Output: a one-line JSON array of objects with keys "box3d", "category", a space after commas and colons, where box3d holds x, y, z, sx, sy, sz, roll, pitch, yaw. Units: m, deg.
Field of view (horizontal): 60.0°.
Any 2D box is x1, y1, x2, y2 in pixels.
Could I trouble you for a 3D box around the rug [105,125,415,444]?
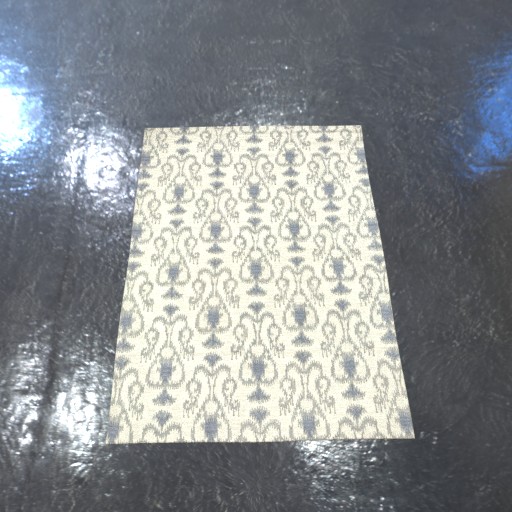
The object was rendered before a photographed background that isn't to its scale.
[{"box3d": [0.000, 0.000, 2.907, 1.676, 0.013, 2.261, -1, 63, 0], "category": "rug"}]
